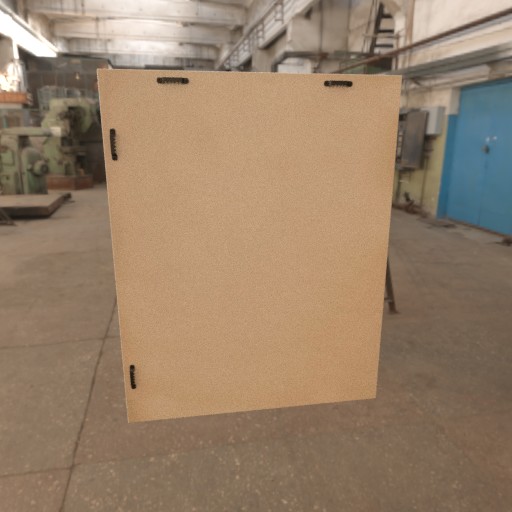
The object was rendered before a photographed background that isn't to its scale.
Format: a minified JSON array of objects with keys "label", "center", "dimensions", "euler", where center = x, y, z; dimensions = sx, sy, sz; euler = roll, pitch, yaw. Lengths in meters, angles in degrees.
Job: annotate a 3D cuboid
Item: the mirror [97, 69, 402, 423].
[{"label":"mirror","center":[0.000,0.000,0.664],"dimensions":[0.406,0.509,0.041],"euler":[-3,16,-9]}]
